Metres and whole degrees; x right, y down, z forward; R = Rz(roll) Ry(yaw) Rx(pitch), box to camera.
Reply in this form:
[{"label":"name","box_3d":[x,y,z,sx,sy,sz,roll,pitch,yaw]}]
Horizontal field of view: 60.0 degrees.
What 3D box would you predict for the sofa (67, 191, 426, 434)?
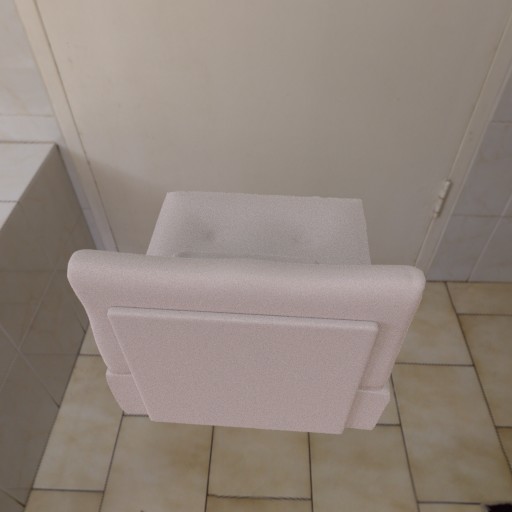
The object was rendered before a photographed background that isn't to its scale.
[{"label":"sofa","box_3d":[0.000,0.000,1.679,0.935,0.828,1.000,3,46,3]}]
